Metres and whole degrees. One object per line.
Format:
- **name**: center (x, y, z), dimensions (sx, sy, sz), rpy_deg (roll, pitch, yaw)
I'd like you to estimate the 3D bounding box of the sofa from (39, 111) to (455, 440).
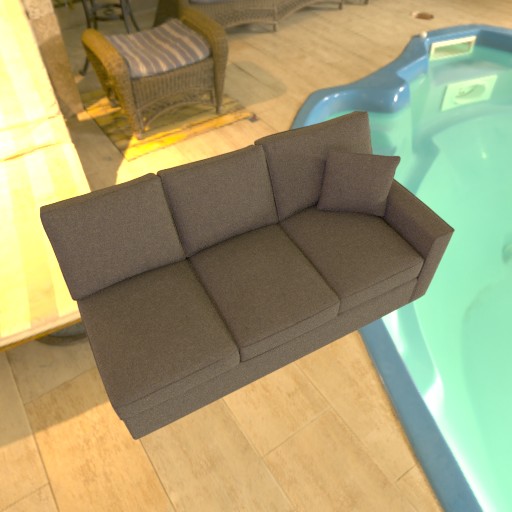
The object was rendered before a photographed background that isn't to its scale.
- **sofa**: center (0.000, 0.000, 2.511), dimensions (1.963, 0.946, 1.034), rpy_deg (-22, 51, -19)
